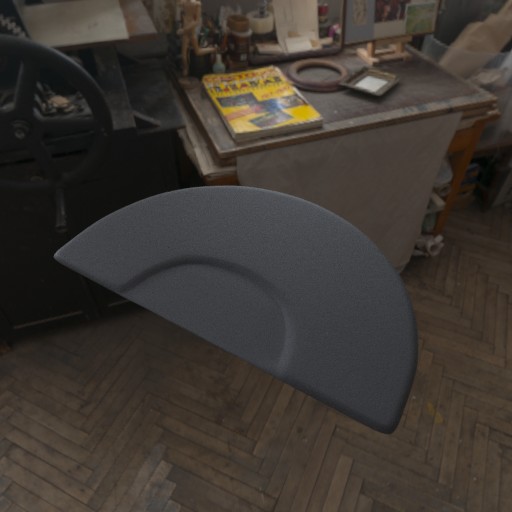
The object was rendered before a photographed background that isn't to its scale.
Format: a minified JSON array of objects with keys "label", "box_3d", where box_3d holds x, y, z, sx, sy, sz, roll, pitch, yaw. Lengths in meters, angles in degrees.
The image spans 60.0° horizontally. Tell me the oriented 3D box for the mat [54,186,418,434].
[{"label":"mat","box_3d":[0.000,0.000,1.904,1.525,0.022,0.917,23,50,21]}]
